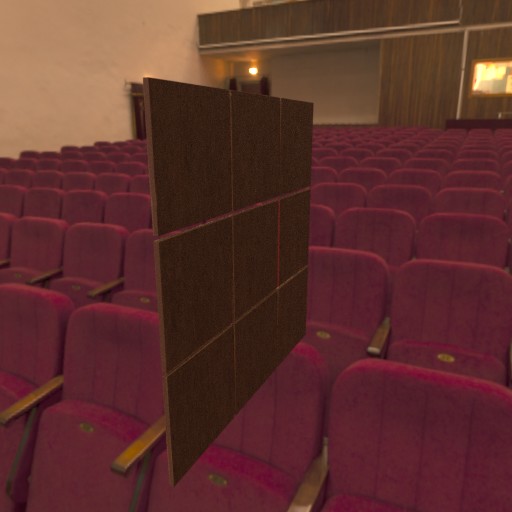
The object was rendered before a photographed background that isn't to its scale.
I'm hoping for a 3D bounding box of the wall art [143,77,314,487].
[{"bbox_3d":[0.000,0.000,1.330,0.013,0.914,0.915,8,18,25],"label":"wall art"}]
